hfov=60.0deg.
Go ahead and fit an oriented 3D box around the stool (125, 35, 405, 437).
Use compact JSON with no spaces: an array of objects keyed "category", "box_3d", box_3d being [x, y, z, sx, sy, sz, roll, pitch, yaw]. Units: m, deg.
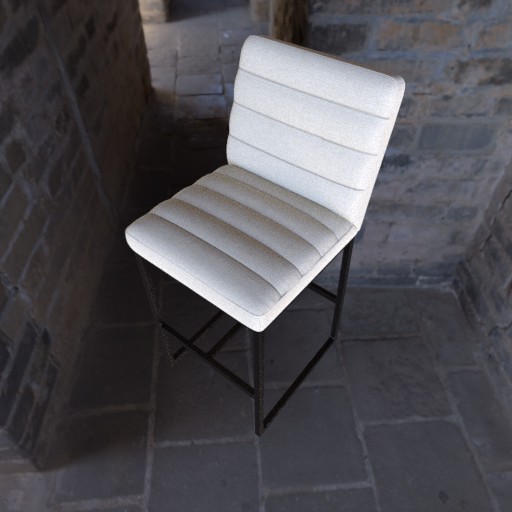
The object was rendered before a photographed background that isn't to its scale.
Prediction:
[{"category":"stool","box_3d":[0.000,0.000,1.327,0.460,1.040,0.560,30,53,25]}]
